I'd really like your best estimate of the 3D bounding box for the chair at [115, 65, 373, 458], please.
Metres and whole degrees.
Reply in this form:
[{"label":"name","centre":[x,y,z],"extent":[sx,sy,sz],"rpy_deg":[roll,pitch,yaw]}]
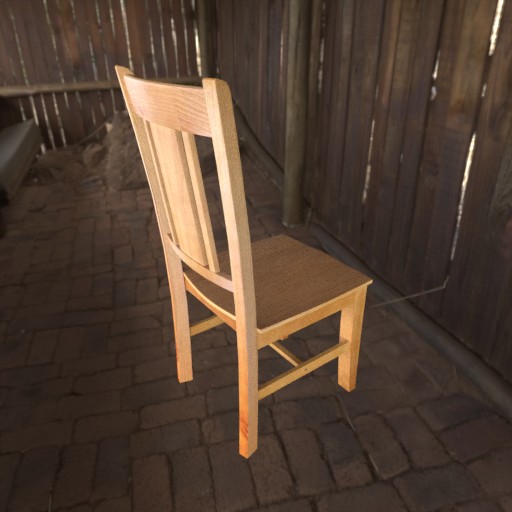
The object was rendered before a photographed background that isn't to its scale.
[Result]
[{"label":"chair","centre":[0.000,0.000,1.262],"extent":[0.556,0.998,0.450],"rpy_deg":[-19,32,-32]}]
